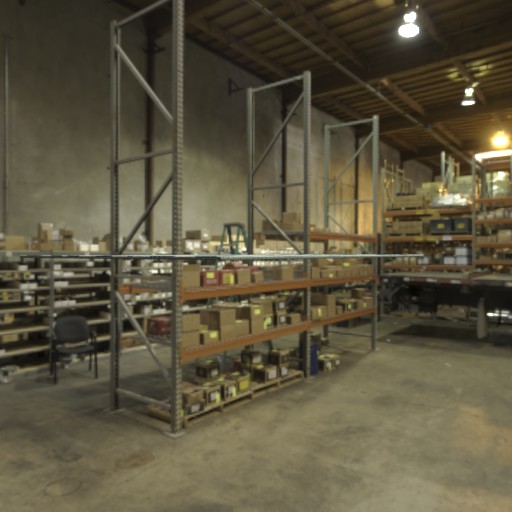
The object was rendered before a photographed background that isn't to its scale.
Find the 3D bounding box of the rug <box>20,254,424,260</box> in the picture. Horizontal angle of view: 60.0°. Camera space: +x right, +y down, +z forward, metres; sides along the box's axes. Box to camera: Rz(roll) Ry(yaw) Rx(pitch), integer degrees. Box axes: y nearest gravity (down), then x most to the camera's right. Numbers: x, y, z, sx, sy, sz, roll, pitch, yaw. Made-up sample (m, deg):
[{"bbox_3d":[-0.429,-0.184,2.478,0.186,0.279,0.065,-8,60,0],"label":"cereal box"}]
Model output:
[{"bbox_3d":[0.000,0.000,3.024,1.518,0.015,2.438,0,0,37],"label":"rug"}]
